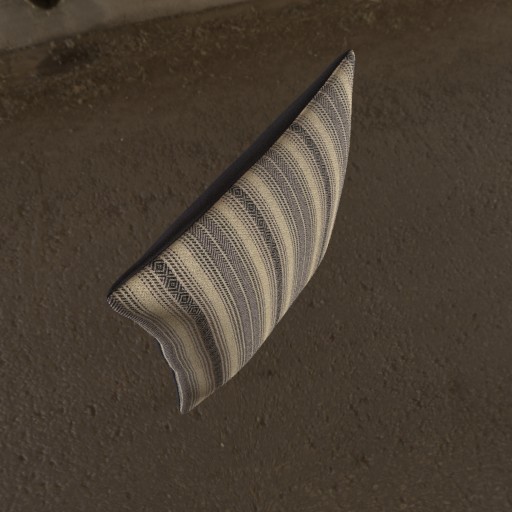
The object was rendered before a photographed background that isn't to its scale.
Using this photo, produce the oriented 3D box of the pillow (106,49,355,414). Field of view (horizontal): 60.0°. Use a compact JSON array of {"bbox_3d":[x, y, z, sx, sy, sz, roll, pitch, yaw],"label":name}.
[{"bbox_3d":[0.000,0.000,0.777,0.166,0.508,0.520,31,64,18],"label":"pillow"}]
